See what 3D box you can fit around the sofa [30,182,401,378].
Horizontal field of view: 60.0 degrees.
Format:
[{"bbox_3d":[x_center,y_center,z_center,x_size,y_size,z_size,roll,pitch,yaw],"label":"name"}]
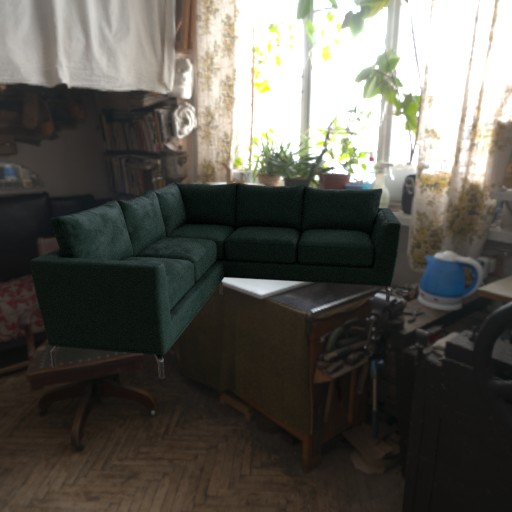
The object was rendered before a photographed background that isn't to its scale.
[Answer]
[{"bbox_3d":[0.000,0.000,3.762,2.452,1.004,2.468,3,16,9],"label":"sofa"}]
